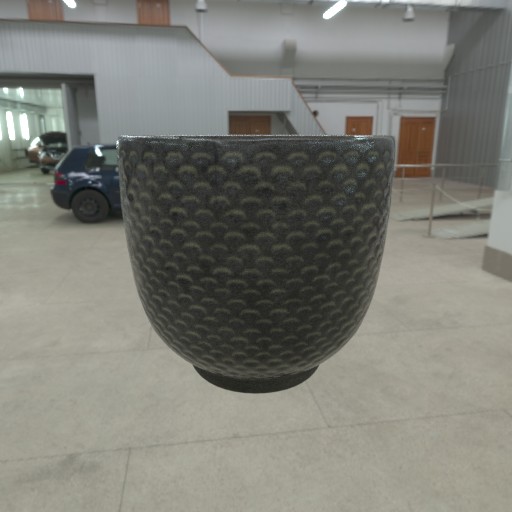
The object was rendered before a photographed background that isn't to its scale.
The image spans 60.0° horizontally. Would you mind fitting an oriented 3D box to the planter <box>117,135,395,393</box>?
[{"bbox_3d":[0.000,0.000,0.304,0.172,0.160,0.172,0,15,0],"label":"planter"}]
